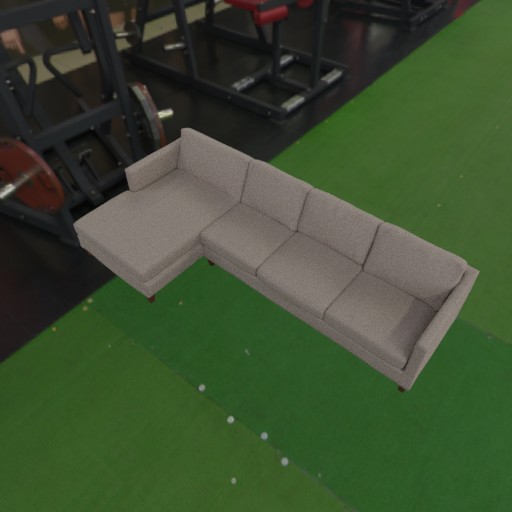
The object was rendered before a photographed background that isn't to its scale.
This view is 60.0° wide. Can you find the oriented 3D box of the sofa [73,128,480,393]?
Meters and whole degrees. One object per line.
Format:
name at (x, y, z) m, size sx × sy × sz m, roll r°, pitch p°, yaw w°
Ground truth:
sofa at (0.000, 0.000, 3.872) m, size 3.186 × 0.846 × 1.625 m, roll 31°, pitch 54°, yaw 26°
